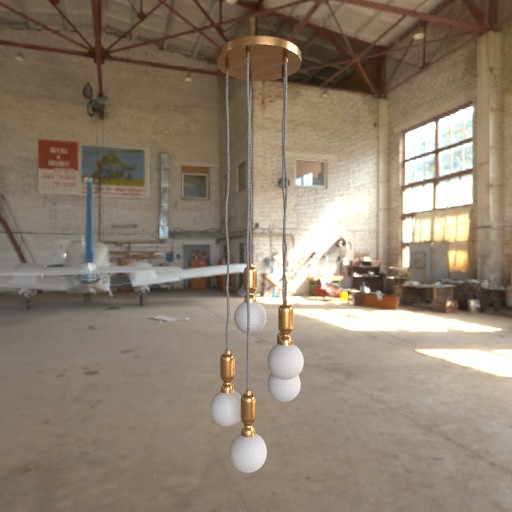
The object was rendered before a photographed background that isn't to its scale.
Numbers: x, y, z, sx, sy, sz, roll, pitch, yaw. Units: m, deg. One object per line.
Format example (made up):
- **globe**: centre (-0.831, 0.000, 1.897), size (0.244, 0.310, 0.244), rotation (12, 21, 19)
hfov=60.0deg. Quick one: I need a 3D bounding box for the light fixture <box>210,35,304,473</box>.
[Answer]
- **light fixture**: centre (0.000, 0.000, 0.506), size (0.105, 0.457, 0.108), rotation (0, 0, 1)
